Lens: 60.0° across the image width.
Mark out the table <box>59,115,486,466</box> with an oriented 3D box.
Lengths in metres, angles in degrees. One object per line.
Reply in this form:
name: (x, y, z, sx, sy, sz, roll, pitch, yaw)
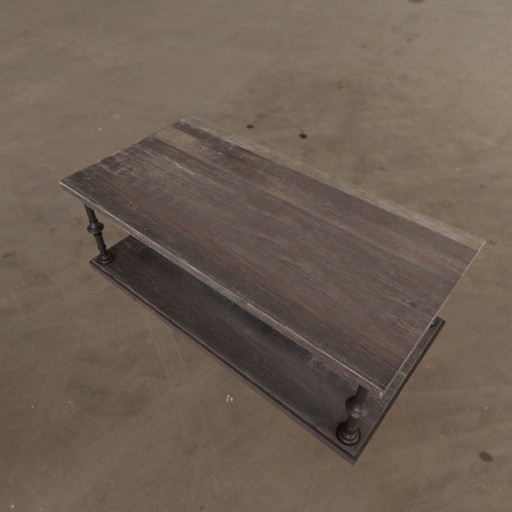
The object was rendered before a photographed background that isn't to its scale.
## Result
table: (0.000, 0.000, 1.373, 1.088, 0.373, 0.554, 30, 52, 27)
